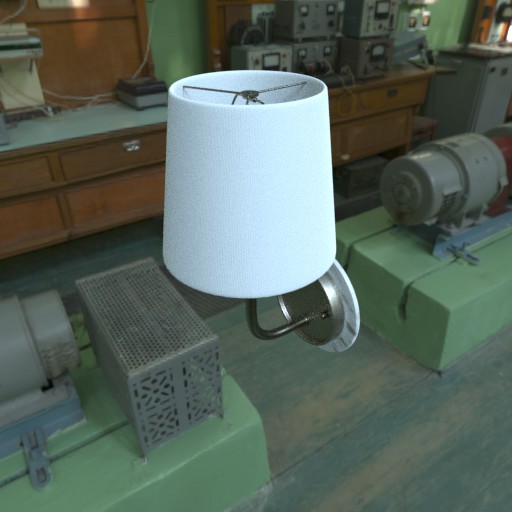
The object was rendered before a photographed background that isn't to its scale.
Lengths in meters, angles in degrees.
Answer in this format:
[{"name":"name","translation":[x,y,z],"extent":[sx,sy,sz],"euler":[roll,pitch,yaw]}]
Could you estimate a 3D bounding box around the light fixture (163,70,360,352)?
[{"name":"light fixture","translation":[0.000,0.000,0.456],"extent":[0.188,0.337,0.168],"euler":[-21,39,-29]}]
